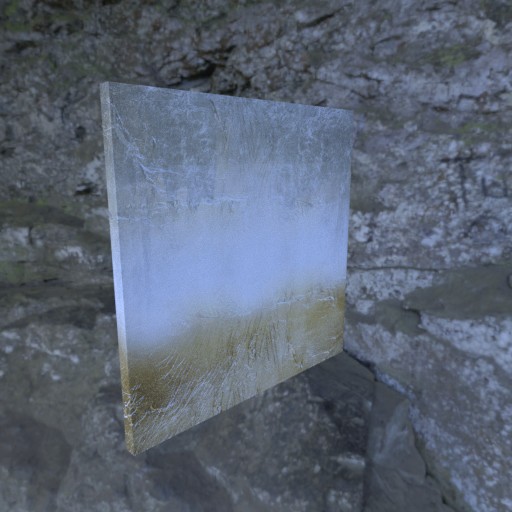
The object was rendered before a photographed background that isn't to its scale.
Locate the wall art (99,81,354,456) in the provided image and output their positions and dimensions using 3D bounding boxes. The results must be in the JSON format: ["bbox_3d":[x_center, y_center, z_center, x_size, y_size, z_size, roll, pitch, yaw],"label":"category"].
[{"bbox_3d":[0.000,0.000,1.636,1.092,1.091,0.051,-12,17,-42],"label":"wall art"}]
